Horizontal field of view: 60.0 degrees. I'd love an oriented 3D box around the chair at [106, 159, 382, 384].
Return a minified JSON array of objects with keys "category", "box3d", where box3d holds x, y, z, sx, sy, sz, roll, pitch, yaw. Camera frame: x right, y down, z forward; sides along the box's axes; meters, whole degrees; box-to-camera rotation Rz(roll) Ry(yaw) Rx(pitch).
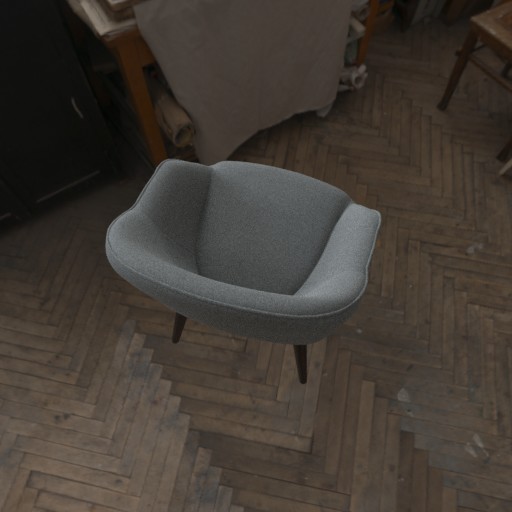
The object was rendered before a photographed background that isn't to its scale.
[{"category":"chair","box3d":[0.000,0.000,1.246,0.589,0.810,0.611,16,65,8]}]
